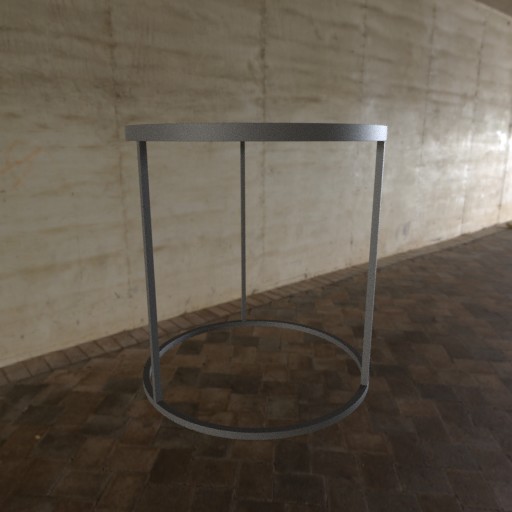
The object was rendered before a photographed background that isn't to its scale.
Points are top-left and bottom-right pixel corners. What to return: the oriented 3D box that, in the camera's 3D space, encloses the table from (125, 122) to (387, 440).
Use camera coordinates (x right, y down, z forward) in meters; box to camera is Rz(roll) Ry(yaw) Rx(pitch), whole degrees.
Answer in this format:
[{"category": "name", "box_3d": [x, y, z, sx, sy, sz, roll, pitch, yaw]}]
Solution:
[{"category": "table", "box_3d": [0.000, 0.000, 0.888, 0.470, 0.498, 0.470, 0, 15, 0]}]
